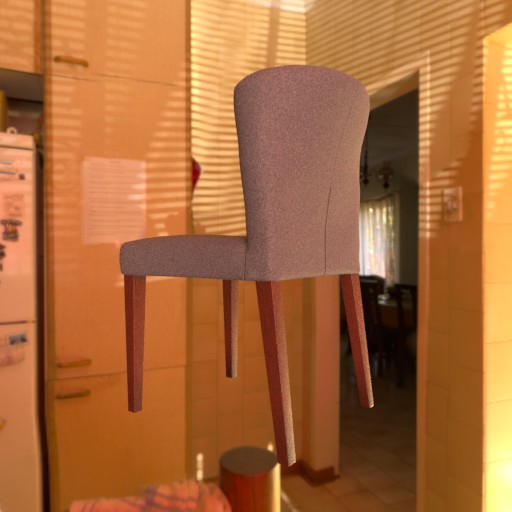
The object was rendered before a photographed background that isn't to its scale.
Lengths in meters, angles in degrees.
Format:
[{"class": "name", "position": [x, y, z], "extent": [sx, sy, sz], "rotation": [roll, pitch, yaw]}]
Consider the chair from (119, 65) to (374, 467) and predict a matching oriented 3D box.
[{"class": "chair", "position": [0.000, 0.000, 1.207], "extent": [0.592, 0.839, 0.491], "rotation": [0, 1, 37]}]
